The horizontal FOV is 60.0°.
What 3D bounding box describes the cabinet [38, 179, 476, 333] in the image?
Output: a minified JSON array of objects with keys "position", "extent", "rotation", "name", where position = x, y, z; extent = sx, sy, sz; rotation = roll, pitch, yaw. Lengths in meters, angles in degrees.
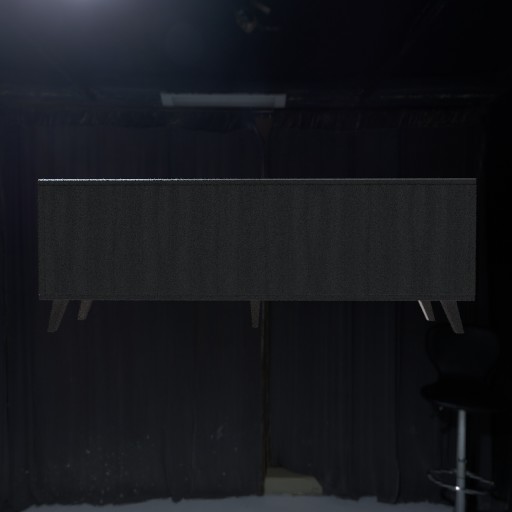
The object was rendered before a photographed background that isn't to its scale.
[{"position":[0.000,0.000,2.474],"extent":[2.198,0.779,0.499],"rotation":[0,1,1],"name":"cabinet"}]
